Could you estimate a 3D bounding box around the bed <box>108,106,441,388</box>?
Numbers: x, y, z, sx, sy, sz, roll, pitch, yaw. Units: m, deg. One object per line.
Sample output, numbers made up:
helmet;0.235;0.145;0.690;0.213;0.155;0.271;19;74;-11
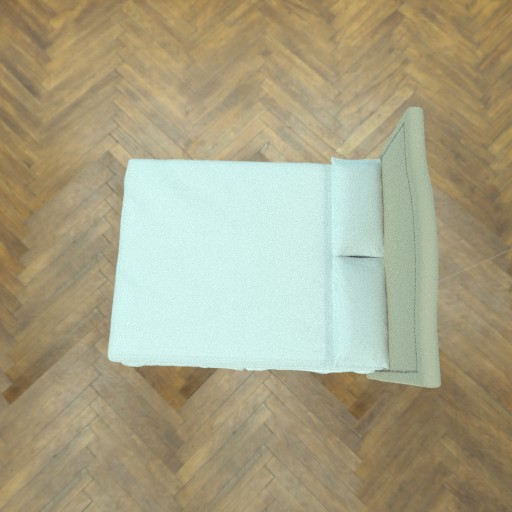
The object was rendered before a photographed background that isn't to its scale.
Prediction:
bed;0.000;0.000;3.283;2.143;1.460;1.753;2;76;0
